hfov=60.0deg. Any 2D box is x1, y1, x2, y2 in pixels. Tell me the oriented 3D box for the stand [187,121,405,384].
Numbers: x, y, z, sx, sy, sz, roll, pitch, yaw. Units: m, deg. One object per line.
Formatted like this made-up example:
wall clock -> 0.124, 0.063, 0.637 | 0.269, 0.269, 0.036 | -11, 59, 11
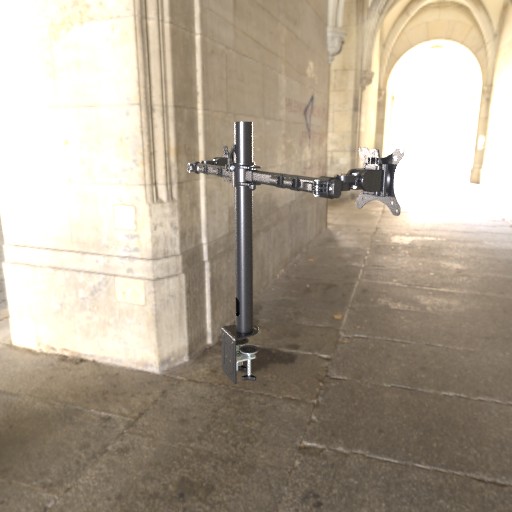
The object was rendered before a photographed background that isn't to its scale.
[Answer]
stand -> 0.000, 0.000, 1.043 | 0.150, 0.603, 0.743 | -7, 16, -26
